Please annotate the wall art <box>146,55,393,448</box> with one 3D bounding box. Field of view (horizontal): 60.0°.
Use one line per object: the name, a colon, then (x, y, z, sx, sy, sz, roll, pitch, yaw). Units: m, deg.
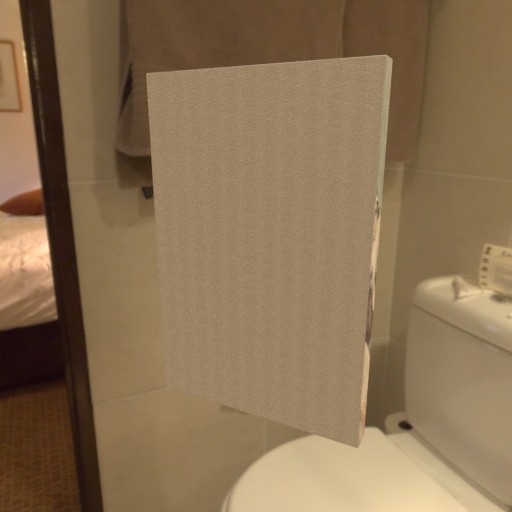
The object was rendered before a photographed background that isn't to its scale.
wall art: (0.000, 0.000, 1.149, 0.609, 0.911, 0.061, 8, 17, 27)
